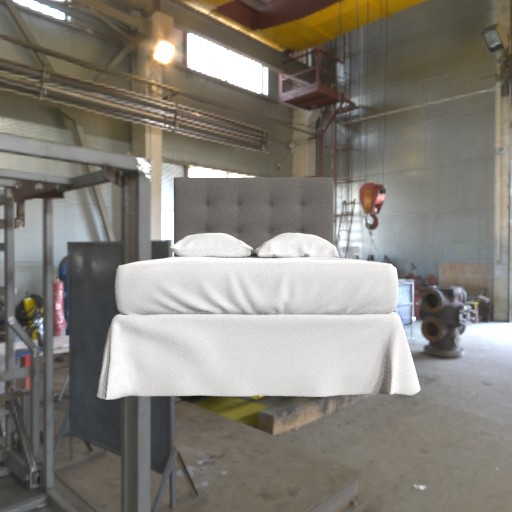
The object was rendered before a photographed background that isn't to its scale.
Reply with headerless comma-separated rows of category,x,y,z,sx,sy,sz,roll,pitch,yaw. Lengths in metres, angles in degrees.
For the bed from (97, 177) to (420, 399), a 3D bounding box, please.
bed,0.000,0.000,3.536,1.936,1.577,2.222,0,1,-1
